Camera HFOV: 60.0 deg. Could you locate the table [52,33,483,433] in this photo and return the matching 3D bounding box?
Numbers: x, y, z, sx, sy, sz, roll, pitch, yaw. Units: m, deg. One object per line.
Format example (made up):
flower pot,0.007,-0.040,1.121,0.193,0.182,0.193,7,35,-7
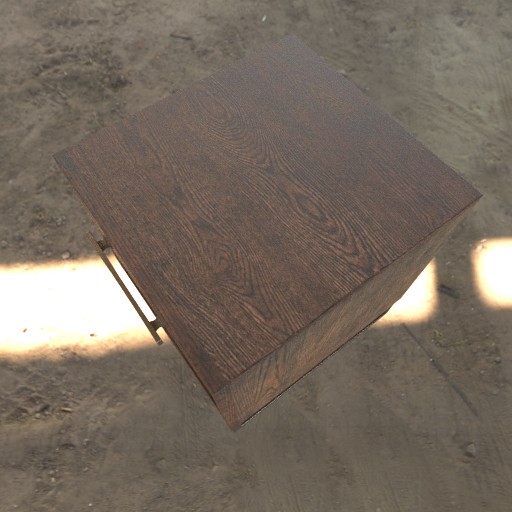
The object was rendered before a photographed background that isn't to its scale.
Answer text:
table,0.000,0.000,1.010,0.566,0.582,0.506,-34,68,-16
